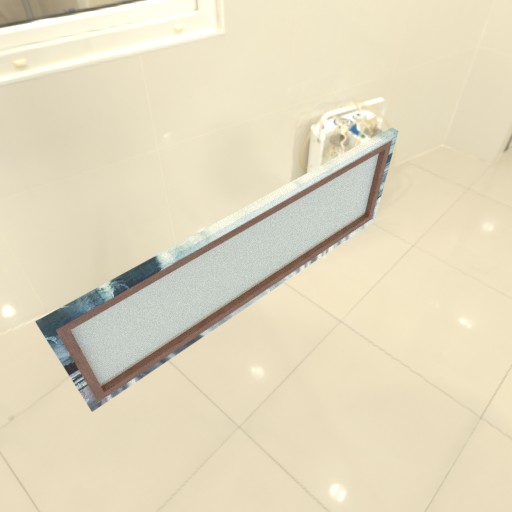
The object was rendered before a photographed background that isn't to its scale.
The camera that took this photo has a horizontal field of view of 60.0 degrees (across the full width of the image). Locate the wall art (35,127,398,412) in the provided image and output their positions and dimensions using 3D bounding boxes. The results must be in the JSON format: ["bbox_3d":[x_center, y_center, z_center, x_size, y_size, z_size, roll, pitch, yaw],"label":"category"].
[{"bbox_3d":[0.000,0.000,1.702,1.524,0.509,0.037,-32,54,-26],"label":"wall art"}]
